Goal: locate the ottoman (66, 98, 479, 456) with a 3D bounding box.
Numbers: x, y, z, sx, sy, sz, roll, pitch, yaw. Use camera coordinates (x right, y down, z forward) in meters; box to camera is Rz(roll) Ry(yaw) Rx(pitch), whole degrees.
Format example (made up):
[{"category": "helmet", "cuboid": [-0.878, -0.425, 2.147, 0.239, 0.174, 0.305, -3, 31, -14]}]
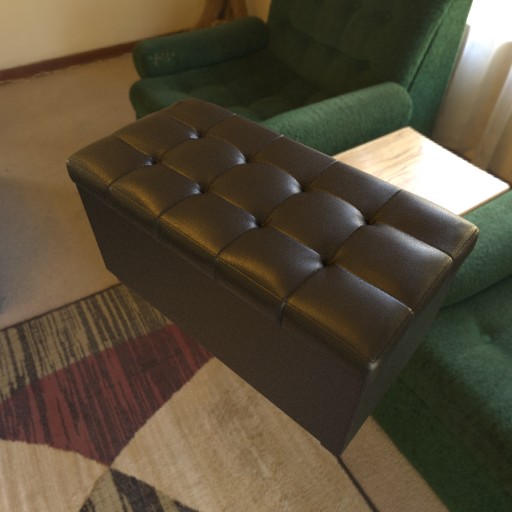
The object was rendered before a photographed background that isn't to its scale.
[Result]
[{"category": "ottoman", "cuboid": [0.000, 0.000, 1.102, 0.838, 0.470, 0.432, 32, 54, 27]}]
